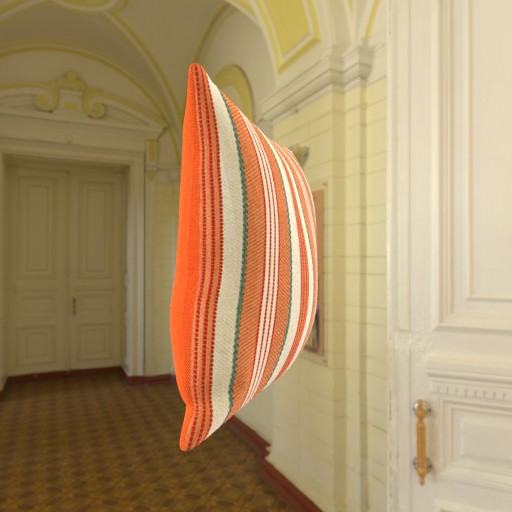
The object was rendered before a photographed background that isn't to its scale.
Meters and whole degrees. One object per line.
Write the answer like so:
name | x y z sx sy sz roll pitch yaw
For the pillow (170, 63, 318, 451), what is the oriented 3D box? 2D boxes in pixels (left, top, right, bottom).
pillow | 0.000 0.000 0.697 0.182 0.441 0.440 0 0 20
